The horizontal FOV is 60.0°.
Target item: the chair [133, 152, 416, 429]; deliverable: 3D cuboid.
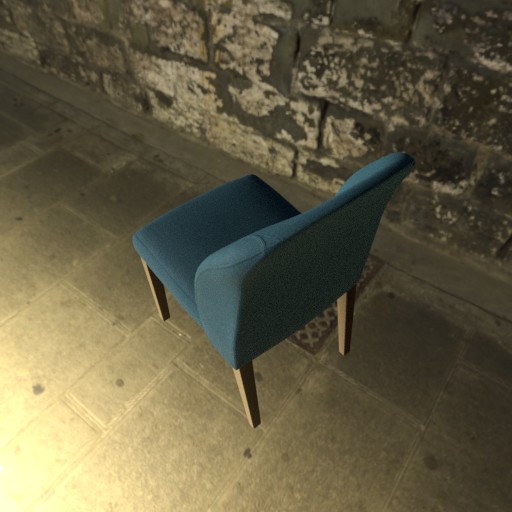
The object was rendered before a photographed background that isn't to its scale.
[{"bbox_3d":[0.000,0.000,1.265,0.507,0.879,0.620,-31,55,-25],"label":"chair"}]
